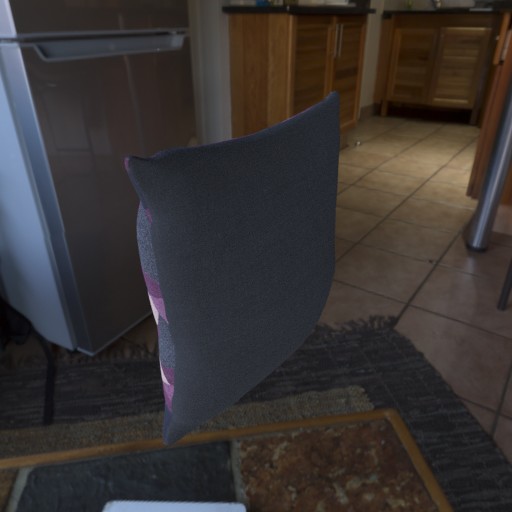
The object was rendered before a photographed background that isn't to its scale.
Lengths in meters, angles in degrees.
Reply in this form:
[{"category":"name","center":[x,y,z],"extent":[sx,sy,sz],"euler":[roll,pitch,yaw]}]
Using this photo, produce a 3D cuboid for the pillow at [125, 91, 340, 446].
[{"category":"pillow","center":[0.000,0.000,0.783],"extent":[0.208,0.496,0.503],"euler":[21,35,32]}]
